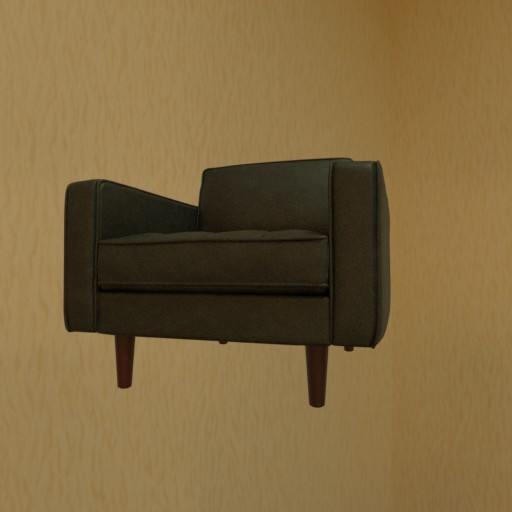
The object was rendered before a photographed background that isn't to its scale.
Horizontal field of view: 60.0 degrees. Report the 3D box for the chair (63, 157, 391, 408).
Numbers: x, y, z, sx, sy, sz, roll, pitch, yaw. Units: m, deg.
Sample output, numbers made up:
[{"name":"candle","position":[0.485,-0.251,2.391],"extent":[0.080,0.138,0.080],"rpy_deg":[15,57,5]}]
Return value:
[{"name":"chair","position":[0.000,0.000,1.538],"extent":[0.889,0.763,0.914],"rpy_deg":[0,-1,18]}]
